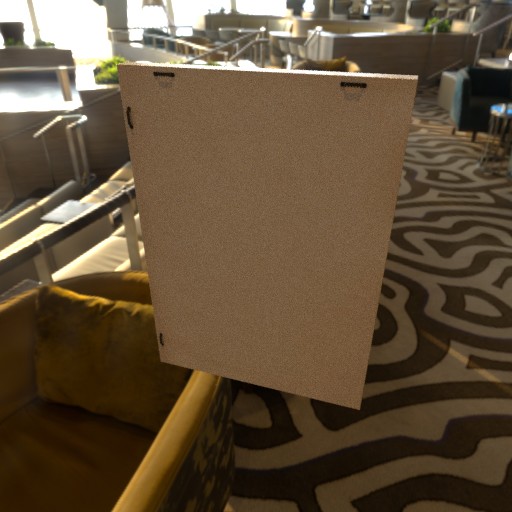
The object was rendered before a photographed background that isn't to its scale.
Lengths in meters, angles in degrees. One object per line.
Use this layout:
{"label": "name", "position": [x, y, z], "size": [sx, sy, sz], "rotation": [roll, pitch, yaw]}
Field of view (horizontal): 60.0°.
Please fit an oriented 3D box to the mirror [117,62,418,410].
{"label": "mirror", "position": [0.000, 0.000, 0.908], "size": [0.507, 0.710, 0.039], "rotation": [9, 32, 15]}
